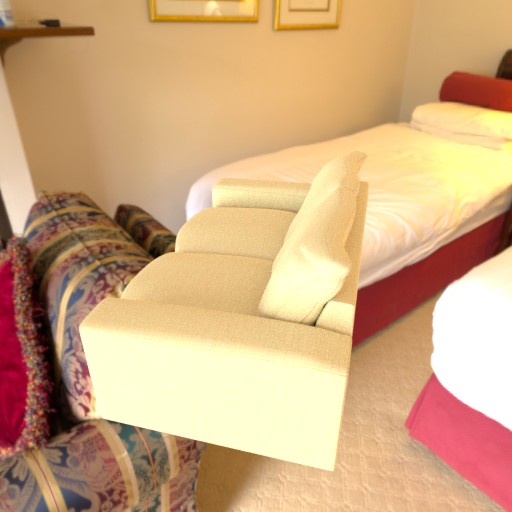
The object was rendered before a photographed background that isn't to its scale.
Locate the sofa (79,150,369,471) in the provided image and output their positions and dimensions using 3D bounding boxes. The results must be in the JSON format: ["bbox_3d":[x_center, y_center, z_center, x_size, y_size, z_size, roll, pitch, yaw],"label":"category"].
[{"bbox_3d":[0.000,0.000,2.373,1.091,0.875,1.754,7,30,13],"label":"sofa"}]
